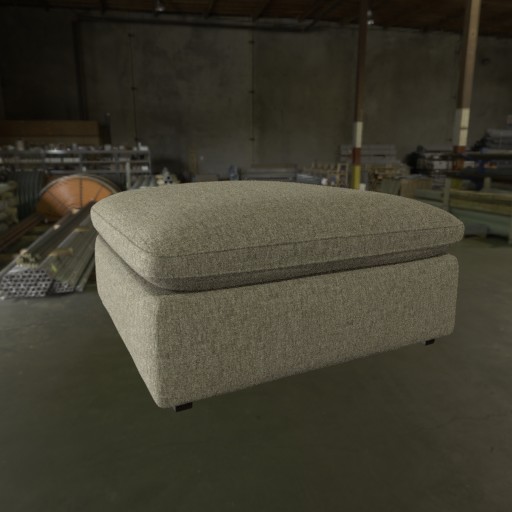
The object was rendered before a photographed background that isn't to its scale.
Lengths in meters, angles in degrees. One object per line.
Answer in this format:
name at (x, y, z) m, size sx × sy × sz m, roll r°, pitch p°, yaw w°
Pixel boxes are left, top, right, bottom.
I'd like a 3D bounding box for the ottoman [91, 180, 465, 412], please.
ottoman at (0.000, 0.000, 1.639) m, size 1.039 × 0.526 × 1.035 m, roll -7°, pitch 15°, yaw -26°
